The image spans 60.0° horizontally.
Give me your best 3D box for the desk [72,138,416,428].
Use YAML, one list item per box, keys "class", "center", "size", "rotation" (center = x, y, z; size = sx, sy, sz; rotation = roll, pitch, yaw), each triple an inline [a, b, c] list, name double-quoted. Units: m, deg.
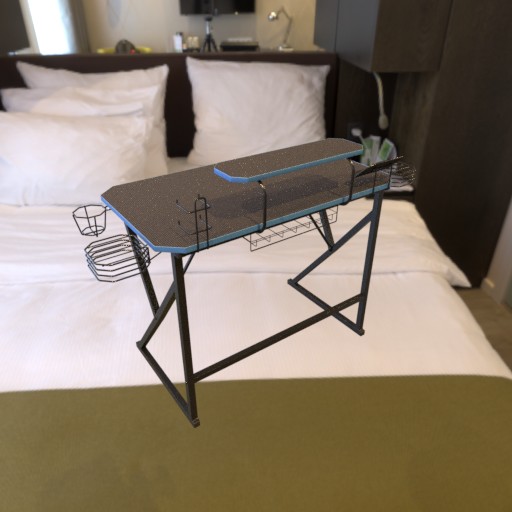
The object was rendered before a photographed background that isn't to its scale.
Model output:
- class: "desk"
  center: [0.000, 0.000, 1.744]
  size: [1.295, 0.909, 0.594]
  rotation: [-20, 36, -30]
